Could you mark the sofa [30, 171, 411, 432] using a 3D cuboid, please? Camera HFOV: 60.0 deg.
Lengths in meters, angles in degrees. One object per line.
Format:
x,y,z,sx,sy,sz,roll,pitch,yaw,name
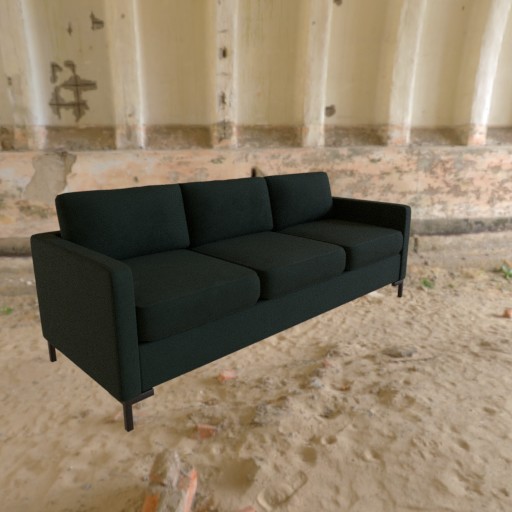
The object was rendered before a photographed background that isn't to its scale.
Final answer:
0.000,0.000,2.628,2.218,0.870,0.859,-14,20,-43,sofa
